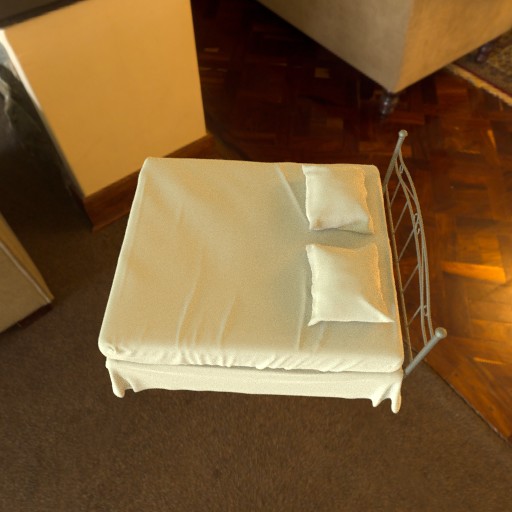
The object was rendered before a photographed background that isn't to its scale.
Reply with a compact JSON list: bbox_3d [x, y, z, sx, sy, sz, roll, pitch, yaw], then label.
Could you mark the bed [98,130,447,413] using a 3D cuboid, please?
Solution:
[{"bbox_3d":[0.000,0.000,3.311,2.215,1.080,1.936,2,57,2],"label":"bed"}]
